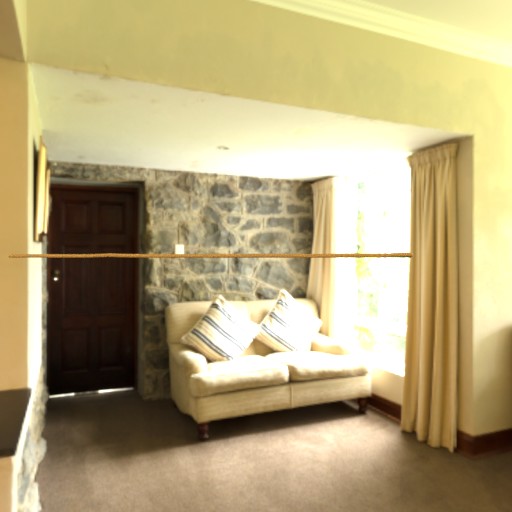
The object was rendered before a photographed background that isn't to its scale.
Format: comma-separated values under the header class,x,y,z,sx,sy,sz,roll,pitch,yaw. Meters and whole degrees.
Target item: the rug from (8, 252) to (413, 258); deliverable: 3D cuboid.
class,x,y,z,sx,sy,sz,roll,pitch,yaw
rug,0.000,0.000,0.858,0.548,0.006,0.639,0,0,17
